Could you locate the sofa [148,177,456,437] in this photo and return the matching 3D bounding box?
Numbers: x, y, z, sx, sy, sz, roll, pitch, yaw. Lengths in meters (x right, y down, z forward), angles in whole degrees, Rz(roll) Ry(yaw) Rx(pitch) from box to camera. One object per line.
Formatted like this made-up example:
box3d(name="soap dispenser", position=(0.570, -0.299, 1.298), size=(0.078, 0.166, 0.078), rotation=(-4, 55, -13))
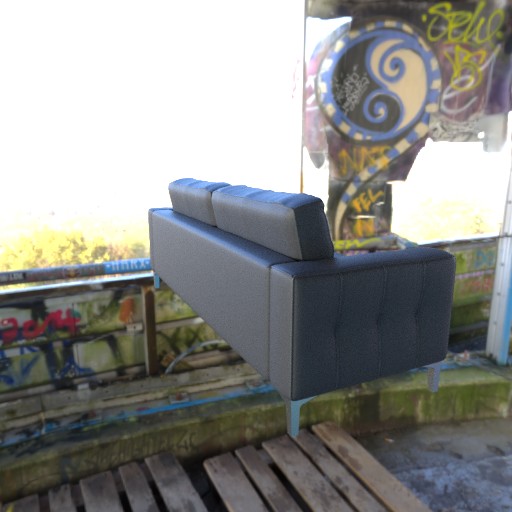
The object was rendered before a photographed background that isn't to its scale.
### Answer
box3d(name="sofa", position=(0.000, 0.000, 2.717), size=(0.833, 0.893, 2.275), rotation=(-6, 14, -25))
